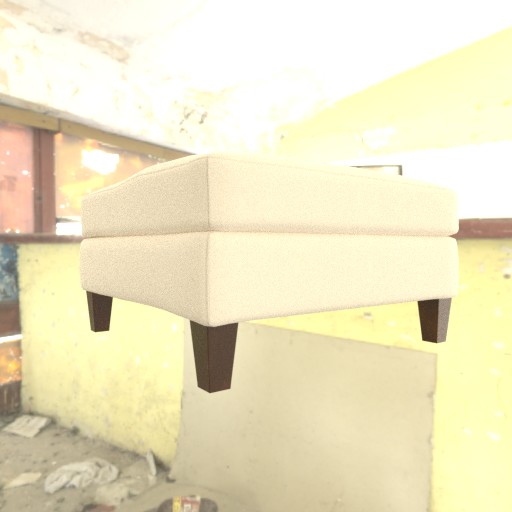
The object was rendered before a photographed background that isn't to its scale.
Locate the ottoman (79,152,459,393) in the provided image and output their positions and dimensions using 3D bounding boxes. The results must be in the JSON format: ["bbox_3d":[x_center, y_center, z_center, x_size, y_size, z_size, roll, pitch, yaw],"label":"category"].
[{"bbox_3d":[0.000,0.000,1.332,0.838,0.479,0.838,-1,1,-36],"label":"ottoman"}]
